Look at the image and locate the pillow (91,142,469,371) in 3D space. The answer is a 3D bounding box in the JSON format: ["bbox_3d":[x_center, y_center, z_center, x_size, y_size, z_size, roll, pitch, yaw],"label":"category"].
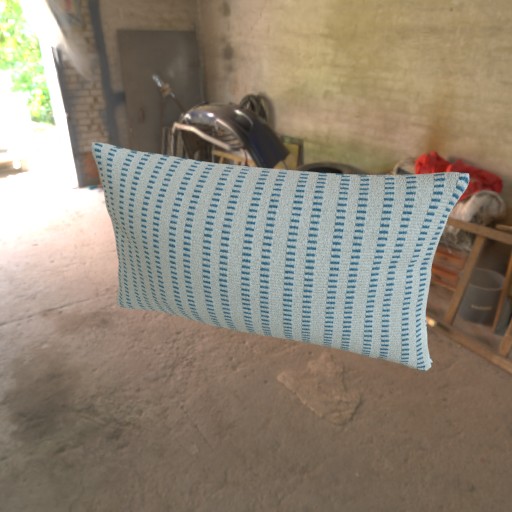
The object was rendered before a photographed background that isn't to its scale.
[{"bbox_3d":[0.000,0.000,0.780,0.640,0.353,0.210,9,28,17],"label":"pillow"}]
